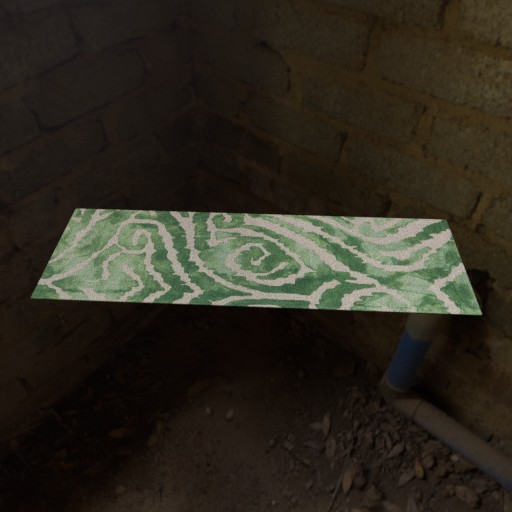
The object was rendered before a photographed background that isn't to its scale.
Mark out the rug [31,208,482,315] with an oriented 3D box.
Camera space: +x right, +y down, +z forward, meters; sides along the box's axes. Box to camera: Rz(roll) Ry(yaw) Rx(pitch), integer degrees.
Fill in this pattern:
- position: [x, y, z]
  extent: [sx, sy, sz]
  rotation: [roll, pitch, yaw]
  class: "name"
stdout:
- position: [0.000, 0.000, 2.653]
  extent: [2.438, 0.006, 0.761]
  rotation: [2, 46, 2]
  class: "rug"
